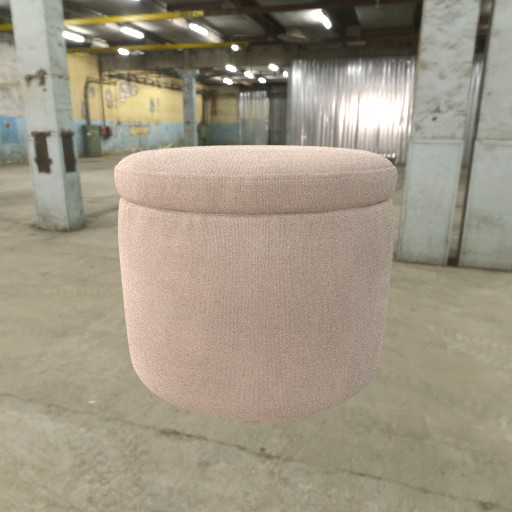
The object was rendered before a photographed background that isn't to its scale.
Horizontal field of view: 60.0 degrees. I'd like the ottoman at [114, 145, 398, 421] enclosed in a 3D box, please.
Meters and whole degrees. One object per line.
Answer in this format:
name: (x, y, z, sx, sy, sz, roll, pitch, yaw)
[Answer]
ottoman: (0.000, 0.000, 0.848, 0.497, 0.409, 0.497, 0, 15, 0)
